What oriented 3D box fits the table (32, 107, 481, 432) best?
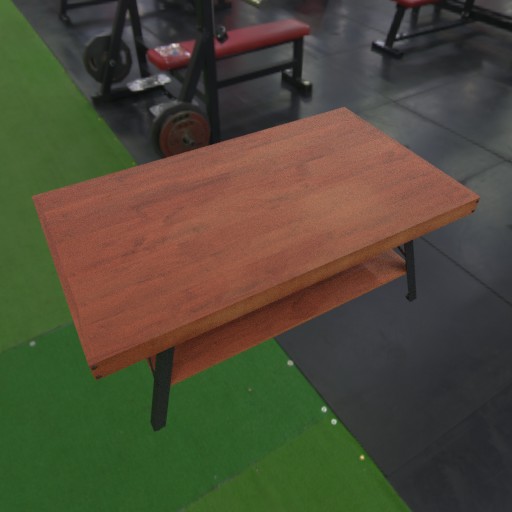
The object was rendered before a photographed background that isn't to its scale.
[{"bbox_3d":[0.000,0.000,1.372,1.067,0.457,0.610,-22,49,-20],"label":"table"}]
